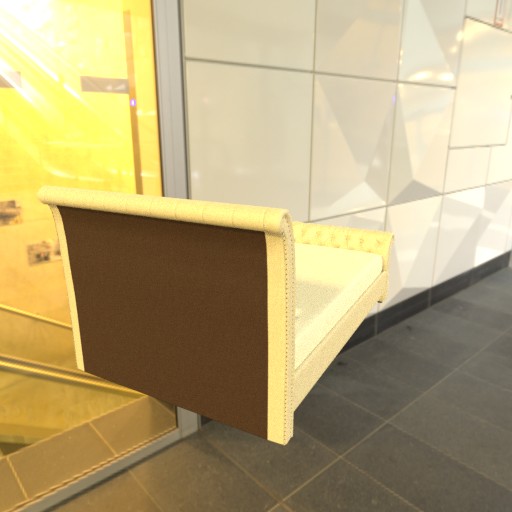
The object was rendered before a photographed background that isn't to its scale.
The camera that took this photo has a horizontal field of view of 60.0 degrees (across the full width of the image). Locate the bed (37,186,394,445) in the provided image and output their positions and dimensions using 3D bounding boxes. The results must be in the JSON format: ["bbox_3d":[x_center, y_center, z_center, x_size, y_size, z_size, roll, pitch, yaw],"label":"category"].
[{"bbox_3d":[0.000,0.000,3.462,1.606,1.268,2.493,9,19,28],"label":"bed"}]
